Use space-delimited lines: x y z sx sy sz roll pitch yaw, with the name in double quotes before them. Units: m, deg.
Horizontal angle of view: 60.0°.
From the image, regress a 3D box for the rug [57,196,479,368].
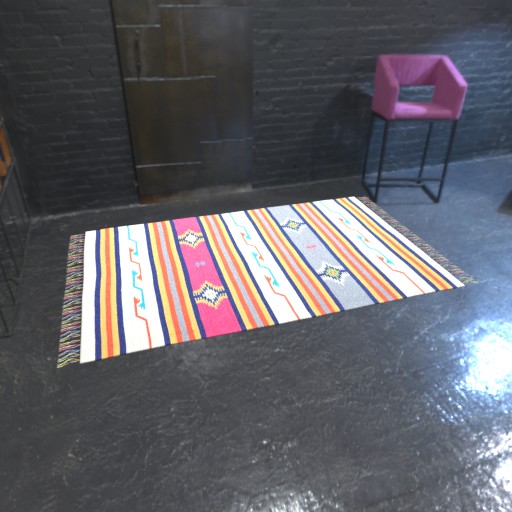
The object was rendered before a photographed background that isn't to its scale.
"rug" 0.000 0.000 2.275 1.849 0.013 1.084 -9 32 -15
